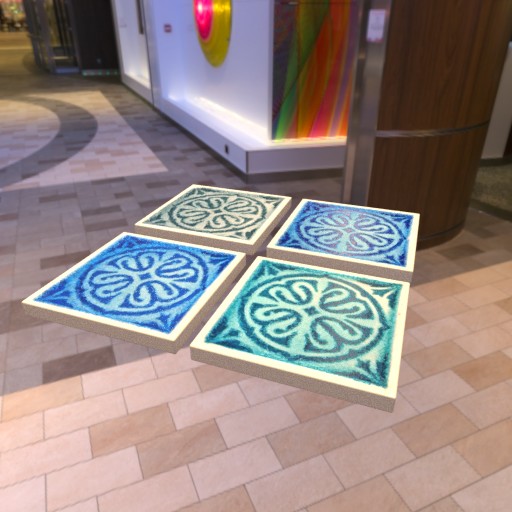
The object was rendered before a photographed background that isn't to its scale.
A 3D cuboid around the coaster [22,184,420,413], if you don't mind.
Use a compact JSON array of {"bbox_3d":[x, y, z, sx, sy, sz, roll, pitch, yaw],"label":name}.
[{"bbox_3d":[0.000,0.000,0.319,0.214,0.010,0.219,10,30,18],"label":"coaster"}]
